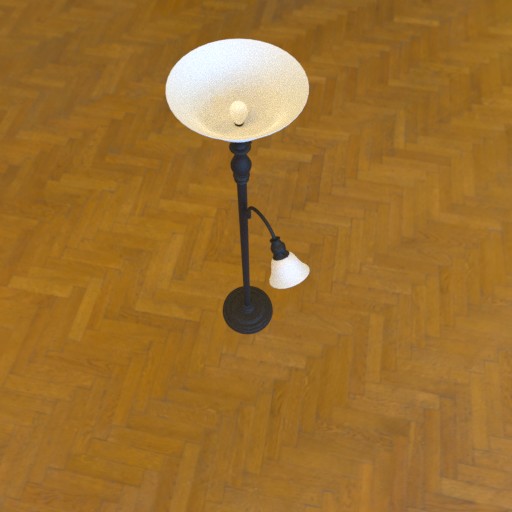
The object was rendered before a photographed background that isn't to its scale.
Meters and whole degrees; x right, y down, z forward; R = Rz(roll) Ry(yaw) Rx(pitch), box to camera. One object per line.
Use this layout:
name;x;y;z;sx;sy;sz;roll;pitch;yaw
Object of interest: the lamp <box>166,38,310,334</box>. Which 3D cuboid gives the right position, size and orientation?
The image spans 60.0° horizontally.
lamp;0.000;0.000;2.014;0.405;1.793;0.588;-32;67;-16
